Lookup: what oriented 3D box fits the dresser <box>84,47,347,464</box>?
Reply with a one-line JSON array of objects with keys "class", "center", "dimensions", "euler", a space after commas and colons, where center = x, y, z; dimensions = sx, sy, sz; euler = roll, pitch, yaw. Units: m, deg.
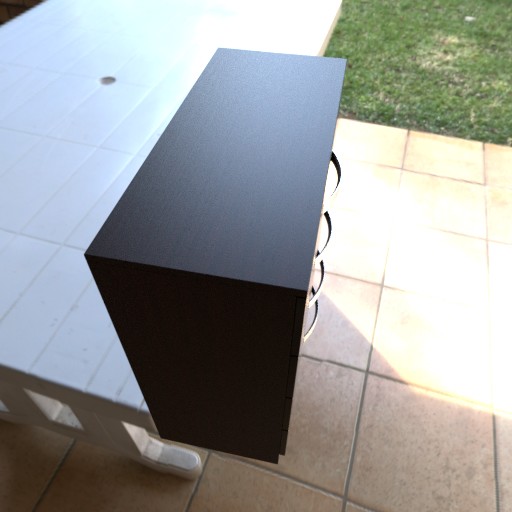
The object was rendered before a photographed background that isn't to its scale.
[{"class": "dresser", "center": [0.000, 0.000, 1.139], "dimensions": [0.360, 0.720, 0.750], "euler": [9, 48, 8]}]
